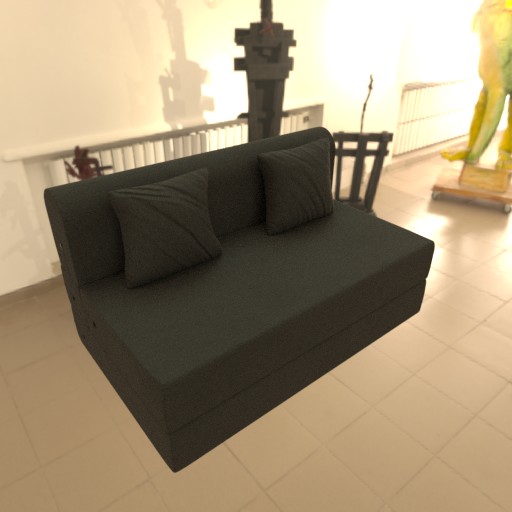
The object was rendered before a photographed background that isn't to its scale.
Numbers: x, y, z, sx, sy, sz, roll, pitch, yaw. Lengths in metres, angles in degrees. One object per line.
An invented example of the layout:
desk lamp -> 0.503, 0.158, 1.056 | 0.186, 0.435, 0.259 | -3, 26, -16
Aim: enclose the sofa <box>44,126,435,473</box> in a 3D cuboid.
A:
sofa -> 0.000, 0.000, 1.676 | 1.225, 0.670, 0.762 | -22, 37, -33
